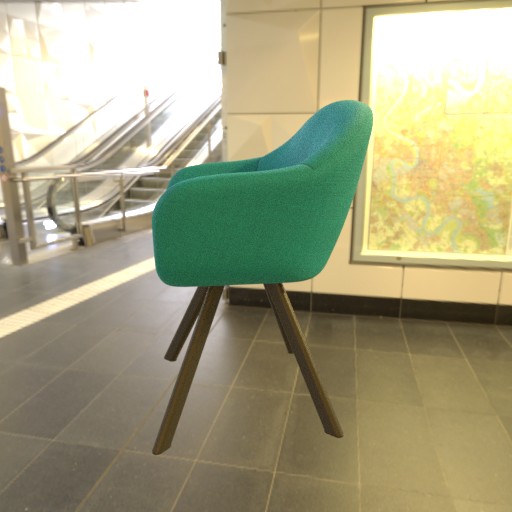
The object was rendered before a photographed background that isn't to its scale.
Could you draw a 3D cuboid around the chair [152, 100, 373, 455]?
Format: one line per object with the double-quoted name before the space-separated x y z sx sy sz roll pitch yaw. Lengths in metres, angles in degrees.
"chair" 0.000 0.000 1.187 0.550 0.795 0.590 -2 14 -8
